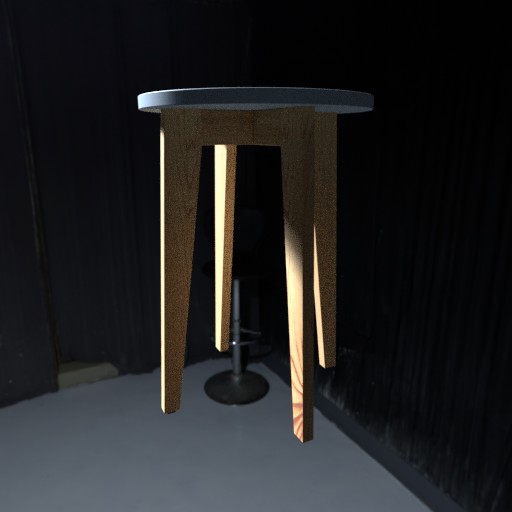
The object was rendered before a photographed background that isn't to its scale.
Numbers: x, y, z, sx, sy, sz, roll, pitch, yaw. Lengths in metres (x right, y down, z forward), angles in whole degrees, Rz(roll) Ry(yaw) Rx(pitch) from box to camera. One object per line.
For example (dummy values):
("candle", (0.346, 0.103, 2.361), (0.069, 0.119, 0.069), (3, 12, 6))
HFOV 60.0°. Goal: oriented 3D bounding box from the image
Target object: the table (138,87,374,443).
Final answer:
("table", (0.000, 0.000, 0.745), (0.350, 0.500, 0.350), (0, 16, 0))
